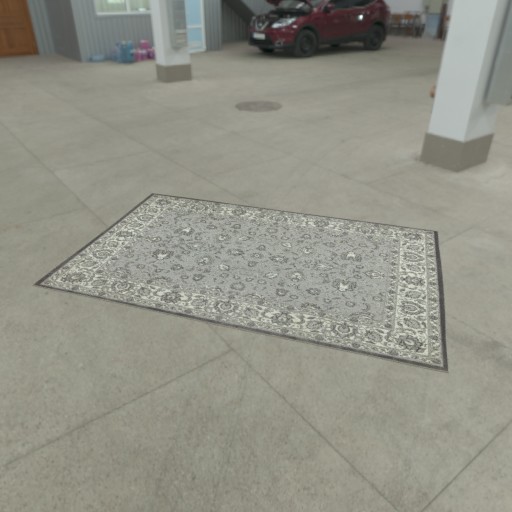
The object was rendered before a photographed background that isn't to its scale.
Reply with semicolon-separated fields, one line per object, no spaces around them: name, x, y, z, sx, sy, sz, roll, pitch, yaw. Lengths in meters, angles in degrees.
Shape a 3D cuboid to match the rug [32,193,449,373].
rug;0.000;0.000;3.054;2.438;0.011;1.524;9;32;15
